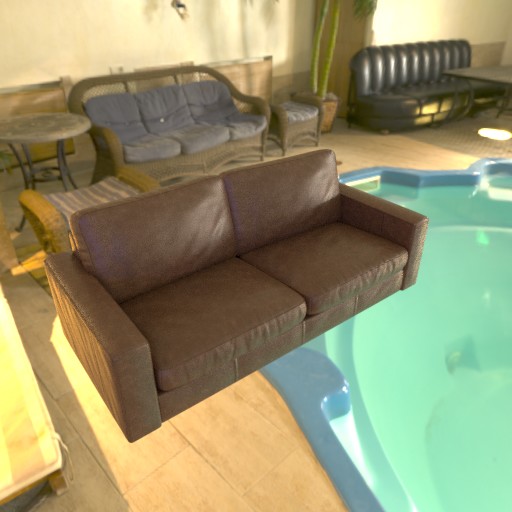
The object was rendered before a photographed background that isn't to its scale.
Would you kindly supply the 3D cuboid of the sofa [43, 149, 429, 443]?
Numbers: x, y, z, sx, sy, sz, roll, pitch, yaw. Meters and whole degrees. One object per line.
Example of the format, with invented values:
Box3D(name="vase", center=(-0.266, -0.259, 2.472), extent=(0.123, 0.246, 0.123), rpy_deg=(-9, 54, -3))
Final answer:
Box3D(name="sofa", center=(0.000, 0.000, 2.714), extent=(2.179, 0.873, 1.016), rpy_deg=(-21, 36, -32))
